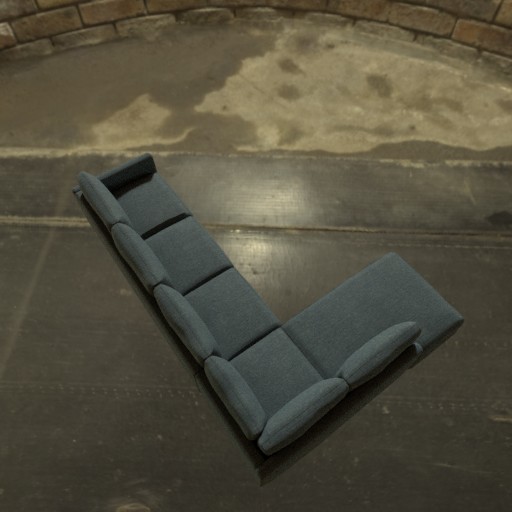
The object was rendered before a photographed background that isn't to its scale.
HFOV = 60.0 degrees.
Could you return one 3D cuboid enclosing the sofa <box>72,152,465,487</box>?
[{"bbox_3d":[0.000,0.000,3.815,2.007,0.815,2.949,-32,63,-18],"label":"sofa"}]
